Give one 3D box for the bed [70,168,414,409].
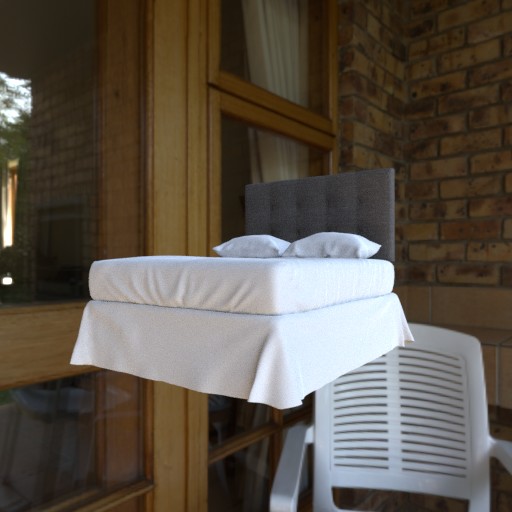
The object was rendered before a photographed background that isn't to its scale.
[{"bbox_3d":[0.000,0.000,3.591,1.936,1.577,2.222,0,0,35],"label":"bed"}]
